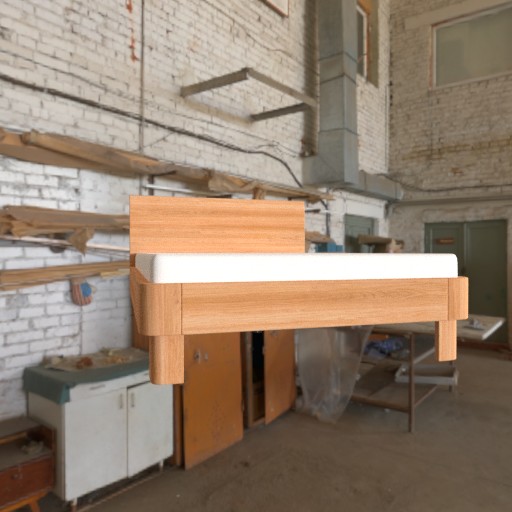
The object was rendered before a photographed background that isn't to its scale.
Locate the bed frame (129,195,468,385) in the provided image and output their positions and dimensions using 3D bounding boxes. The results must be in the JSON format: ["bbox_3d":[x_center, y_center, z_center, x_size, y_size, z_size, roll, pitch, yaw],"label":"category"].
[{"bbox_3d":[0.000,0.000,2.742,1.472,0.940,1.992,0,1,-17],"label":"bed frame"}]
